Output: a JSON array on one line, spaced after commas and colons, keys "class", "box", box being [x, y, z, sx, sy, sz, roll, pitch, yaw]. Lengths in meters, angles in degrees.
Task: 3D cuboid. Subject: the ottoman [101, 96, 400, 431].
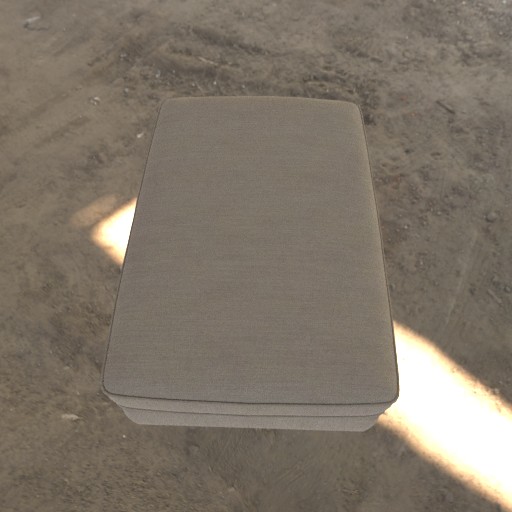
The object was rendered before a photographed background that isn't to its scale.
[{"class": "ottoman", "box": [0.000, 0.000, 1.295, 0.636, 0.480, 0.941, 1, 58, 1]}]
